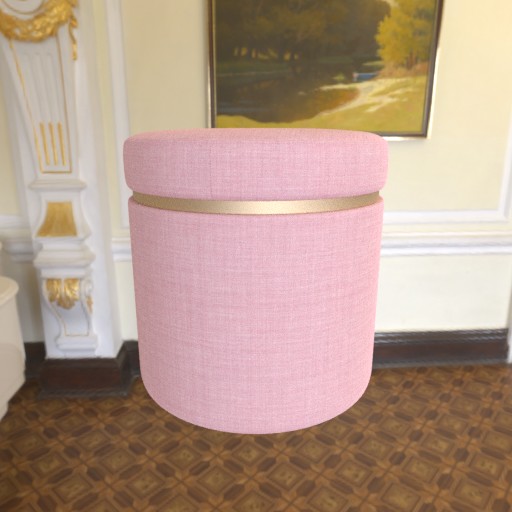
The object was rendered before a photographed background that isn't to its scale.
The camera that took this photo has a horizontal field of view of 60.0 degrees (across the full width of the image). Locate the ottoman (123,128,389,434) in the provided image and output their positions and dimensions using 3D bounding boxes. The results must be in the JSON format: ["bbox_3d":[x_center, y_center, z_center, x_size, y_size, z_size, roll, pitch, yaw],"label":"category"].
[{"bbox_3d":[0.000,0.000,0.736,0.400,0.406,0.400,0,15,0],"label":"ottoman"}]
